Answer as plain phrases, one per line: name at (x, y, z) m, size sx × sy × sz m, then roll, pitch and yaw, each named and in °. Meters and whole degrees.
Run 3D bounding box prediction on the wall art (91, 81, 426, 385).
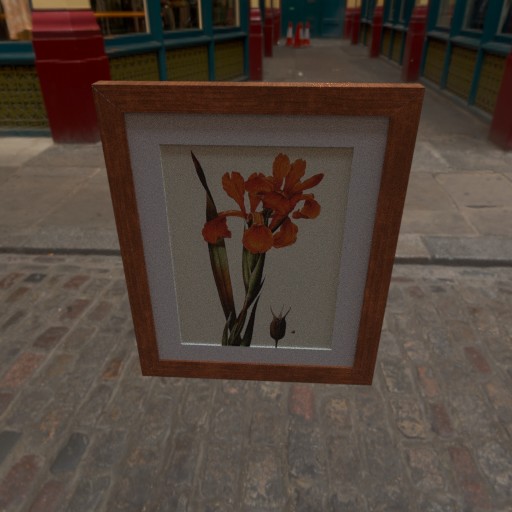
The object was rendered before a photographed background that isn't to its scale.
wall art at (0.000, 0.000, 0.774) m, size 0.467 × 0.567 × 0.033 m, roll 2°, pitch 30°, yaw 3°
